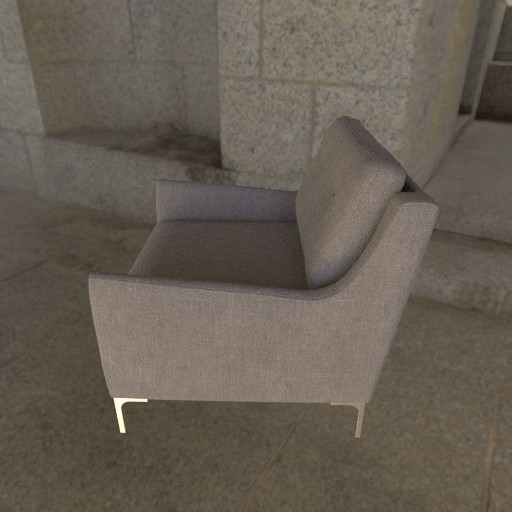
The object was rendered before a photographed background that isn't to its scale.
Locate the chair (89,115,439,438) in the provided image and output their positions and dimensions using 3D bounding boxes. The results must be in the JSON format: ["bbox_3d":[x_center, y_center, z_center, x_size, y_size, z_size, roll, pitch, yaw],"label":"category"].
[{"bbox_3d":[0.000,0.000,1.513,0.849,0.828,0.847,1,27,1],"label":"chair"}]
